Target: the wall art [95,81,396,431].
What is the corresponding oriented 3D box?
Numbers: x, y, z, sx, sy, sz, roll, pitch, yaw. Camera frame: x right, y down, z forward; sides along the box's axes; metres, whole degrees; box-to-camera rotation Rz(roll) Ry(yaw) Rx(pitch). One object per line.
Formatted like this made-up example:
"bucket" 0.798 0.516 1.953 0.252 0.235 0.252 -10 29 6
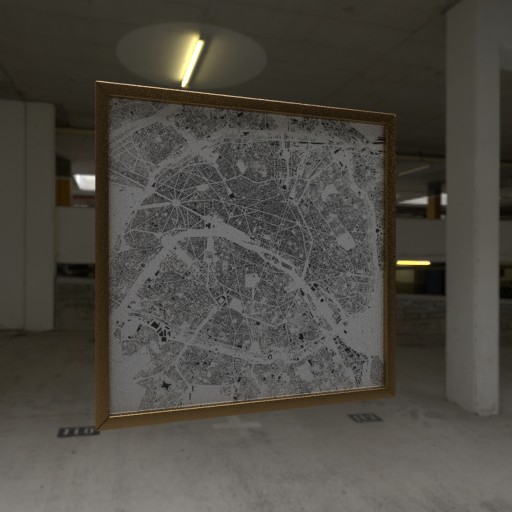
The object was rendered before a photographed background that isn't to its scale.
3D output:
"wall art" 0.000 0.000 0.448 0.305 0.305 0.037 0 0 -18
